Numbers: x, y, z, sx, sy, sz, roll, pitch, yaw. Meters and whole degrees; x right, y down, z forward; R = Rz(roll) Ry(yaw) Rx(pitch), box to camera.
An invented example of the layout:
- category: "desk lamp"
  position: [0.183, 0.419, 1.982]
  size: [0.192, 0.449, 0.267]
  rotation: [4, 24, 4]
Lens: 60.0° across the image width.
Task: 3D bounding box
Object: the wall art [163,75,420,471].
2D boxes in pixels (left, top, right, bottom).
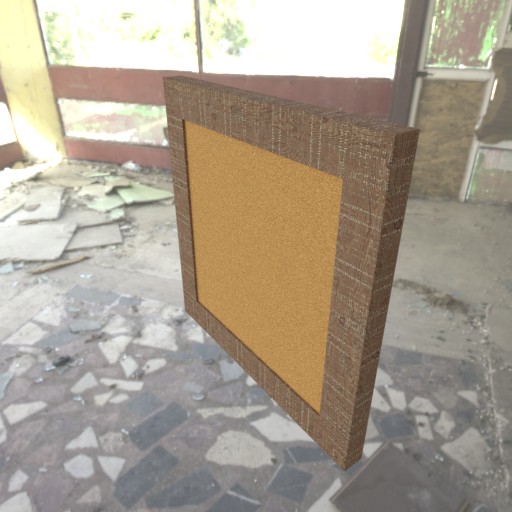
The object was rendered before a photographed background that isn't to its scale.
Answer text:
- category: "wall art"
  position: [0.000, 0.000, 0.772]
  size: [0.040, 0.531, 0.531]
  rotation: [-20, 35, -31]
